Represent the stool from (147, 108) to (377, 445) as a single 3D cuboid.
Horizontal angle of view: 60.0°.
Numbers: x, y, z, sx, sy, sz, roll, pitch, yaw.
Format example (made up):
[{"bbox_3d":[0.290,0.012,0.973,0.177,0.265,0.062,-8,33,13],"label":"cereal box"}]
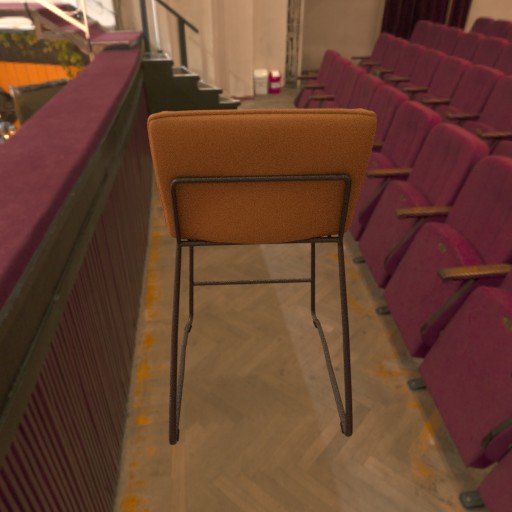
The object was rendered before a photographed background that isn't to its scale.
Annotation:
[{"bbox_3d":[0.000,0.000,1.160,0.489,0.866,0.524,-2,32,-3],"label":"stool"}]
